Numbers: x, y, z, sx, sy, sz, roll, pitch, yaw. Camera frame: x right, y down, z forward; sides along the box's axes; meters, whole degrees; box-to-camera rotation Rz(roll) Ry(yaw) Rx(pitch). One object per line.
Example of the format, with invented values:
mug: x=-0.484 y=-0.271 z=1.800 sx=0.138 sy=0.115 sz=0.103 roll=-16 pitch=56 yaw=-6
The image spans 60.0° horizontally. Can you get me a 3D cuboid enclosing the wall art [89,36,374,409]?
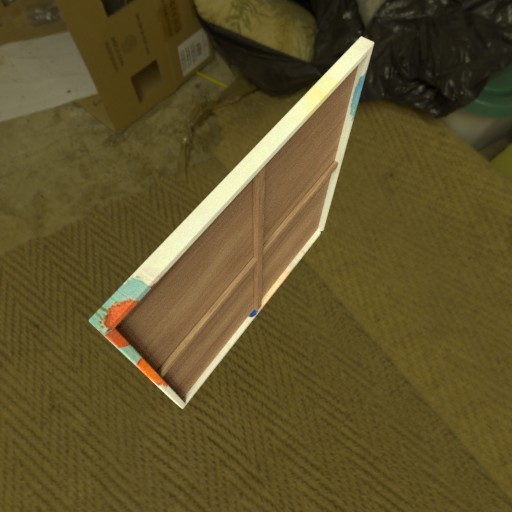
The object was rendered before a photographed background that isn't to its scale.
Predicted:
wall art: x=0.000 y=0.000 z=1.479 sx=0.044 sy=1.017 sz=1.017 roll=34 pitch=68 yaw=16
